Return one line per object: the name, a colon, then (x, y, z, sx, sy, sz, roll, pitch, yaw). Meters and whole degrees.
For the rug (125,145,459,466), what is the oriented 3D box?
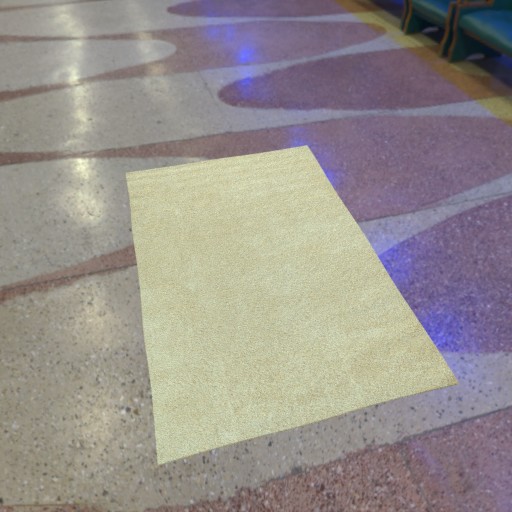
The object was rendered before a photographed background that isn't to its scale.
rug: (0.000, 0.000, 3.406, 1.800, 0.025, 2.699, -11, 47, -10)
